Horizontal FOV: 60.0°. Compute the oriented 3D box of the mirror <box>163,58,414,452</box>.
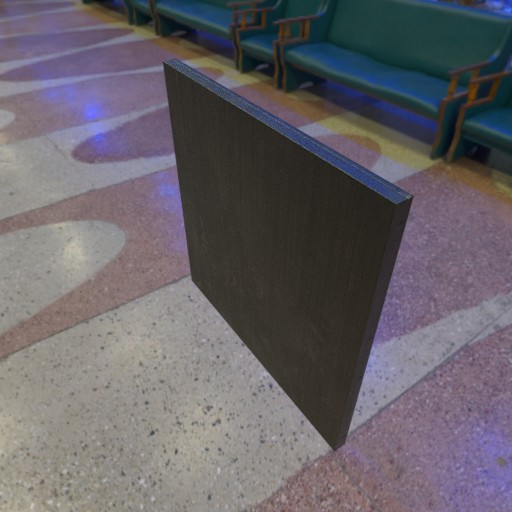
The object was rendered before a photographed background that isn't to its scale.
[{"bbox_3d":[0.000,0.000,0.563,0.020,0.381,0.382,-24,47,-25],"label":"mirror"}]
